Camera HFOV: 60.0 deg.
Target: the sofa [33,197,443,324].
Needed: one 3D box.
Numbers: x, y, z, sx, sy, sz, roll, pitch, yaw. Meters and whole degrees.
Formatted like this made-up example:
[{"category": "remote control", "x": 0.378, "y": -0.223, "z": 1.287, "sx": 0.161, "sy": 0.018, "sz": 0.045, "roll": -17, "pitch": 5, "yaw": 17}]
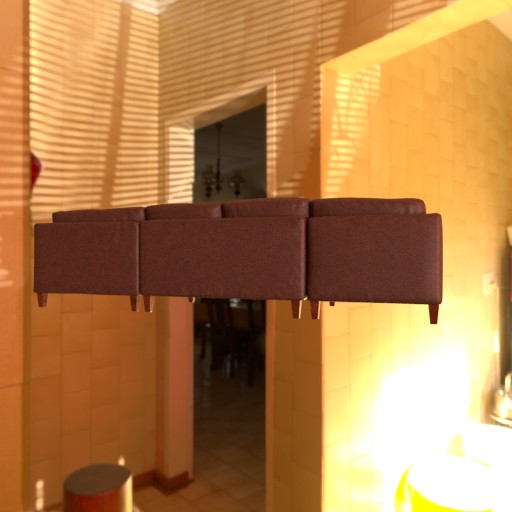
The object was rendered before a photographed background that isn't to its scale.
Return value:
[{"category": "sofa", "x": 0.000, "y": 0.000, "z": 4.679, "sx": 3.460, "sy": 0.923, "sz": 2.593, "roll": 0, "pitch": 0, "yaw": 18}]
